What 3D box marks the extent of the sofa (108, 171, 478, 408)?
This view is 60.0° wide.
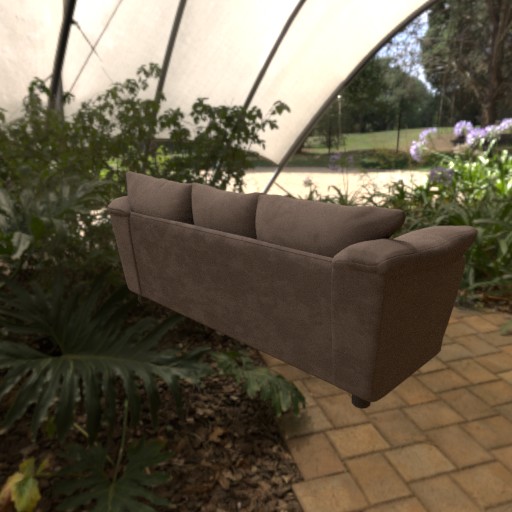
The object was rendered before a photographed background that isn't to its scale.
[{"bbox_3d":[0.000,0.000,2.826,0.893,0.981,2.377,-15,21,-43],"label":"sofa"}]
